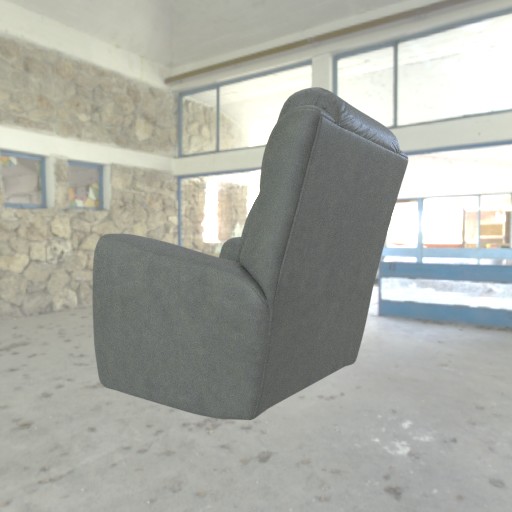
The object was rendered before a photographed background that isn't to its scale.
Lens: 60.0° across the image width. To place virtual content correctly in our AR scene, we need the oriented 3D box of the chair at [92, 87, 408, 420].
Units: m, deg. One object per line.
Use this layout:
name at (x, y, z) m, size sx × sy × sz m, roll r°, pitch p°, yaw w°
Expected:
chair at (0.000, 0.000, 1.918) m, size 1.068 × 1.116 × 0.967 m, roll 1°, pitch 3°, yaw 36°
